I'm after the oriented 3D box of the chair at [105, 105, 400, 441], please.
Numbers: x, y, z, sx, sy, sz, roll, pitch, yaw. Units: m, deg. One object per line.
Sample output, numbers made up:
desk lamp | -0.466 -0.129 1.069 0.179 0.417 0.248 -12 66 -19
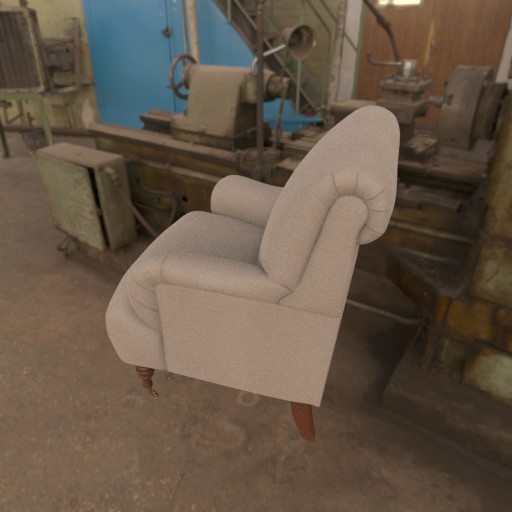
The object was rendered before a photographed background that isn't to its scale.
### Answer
chair | 0.000 0.000 1.550 0.842 0.942 0.766 9 31 14
